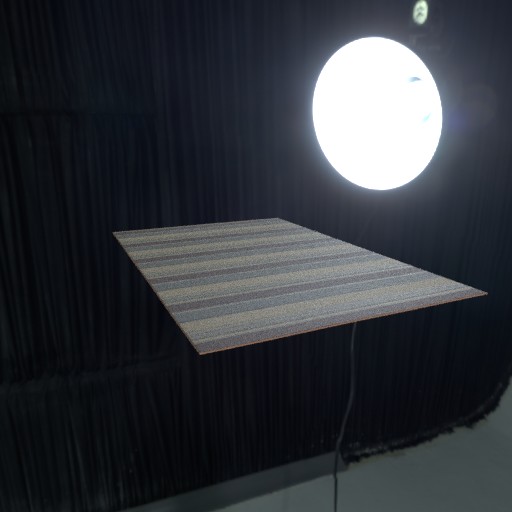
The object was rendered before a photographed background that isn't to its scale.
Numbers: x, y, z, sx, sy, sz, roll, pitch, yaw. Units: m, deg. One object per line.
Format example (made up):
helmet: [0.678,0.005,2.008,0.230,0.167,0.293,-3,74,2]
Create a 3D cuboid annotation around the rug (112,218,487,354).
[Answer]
rug: [0.000,0.000,2.346,1.219,0.008,1.829,-7,17,-24]
